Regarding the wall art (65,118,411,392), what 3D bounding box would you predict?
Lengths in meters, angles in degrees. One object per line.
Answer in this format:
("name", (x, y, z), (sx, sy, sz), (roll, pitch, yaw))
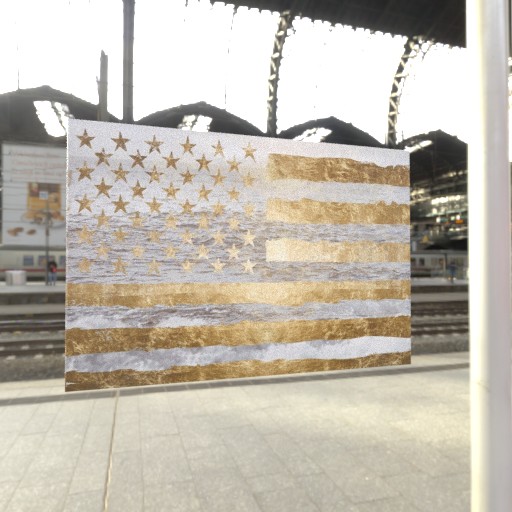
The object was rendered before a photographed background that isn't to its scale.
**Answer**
("wall art", (0.000, 0.000, 0.770), (0.606, 0.407, 0.041), (0, -1, -18))
